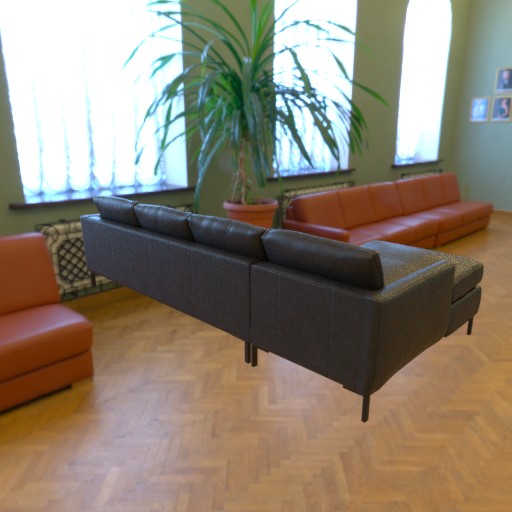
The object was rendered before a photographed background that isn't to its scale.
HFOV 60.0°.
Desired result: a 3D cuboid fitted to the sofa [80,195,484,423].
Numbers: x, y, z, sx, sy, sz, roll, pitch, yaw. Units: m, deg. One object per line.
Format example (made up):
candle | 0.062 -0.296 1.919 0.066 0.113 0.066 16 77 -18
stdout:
sofa | 0.000 0.000 3.525 2.993 0.859 1.471 15 21 42
